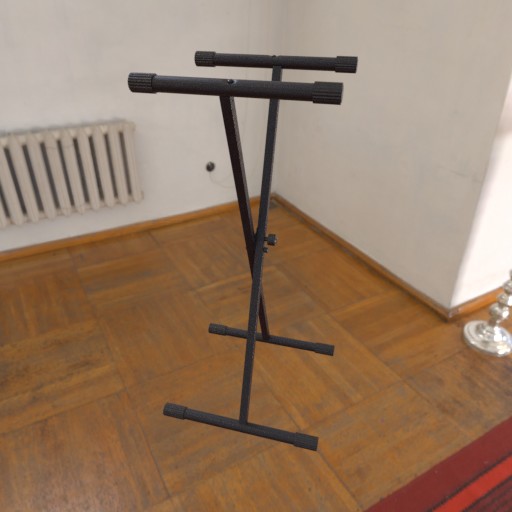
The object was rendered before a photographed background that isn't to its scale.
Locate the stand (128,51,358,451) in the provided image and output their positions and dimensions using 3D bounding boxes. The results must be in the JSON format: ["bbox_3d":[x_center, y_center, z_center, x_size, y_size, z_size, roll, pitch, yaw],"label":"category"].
[{"bbox_3d":[0.000,0.000,1.168,0.449,0.940,0.409,8,32,13],"label":"stand"}]
